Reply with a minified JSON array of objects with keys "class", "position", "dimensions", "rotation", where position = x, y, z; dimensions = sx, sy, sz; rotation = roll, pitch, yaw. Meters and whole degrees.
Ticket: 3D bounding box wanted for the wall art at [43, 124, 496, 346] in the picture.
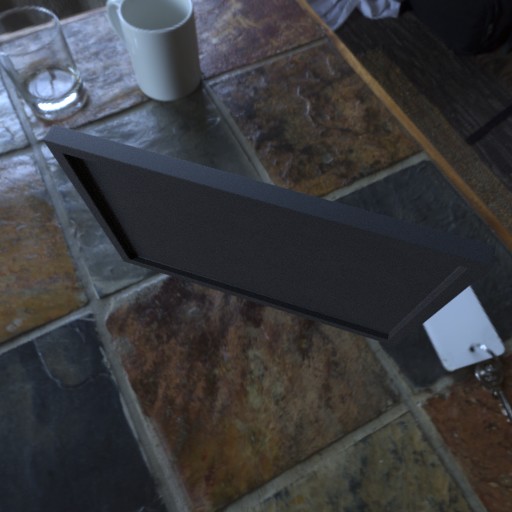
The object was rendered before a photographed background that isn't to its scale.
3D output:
[{"class":"wall art","position":[0.000,0.000,0.557],"dimensions":[0.443,0.301,0.021],"rotation":[17,66,7]}]
